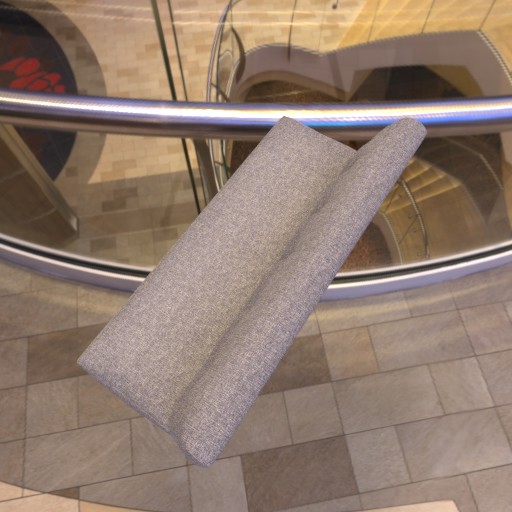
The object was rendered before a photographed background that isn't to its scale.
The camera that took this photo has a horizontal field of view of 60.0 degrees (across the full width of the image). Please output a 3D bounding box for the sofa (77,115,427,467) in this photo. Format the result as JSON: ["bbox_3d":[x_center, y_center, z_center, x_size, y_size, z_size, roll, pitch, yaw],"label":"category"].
[{"bbox_3d":[0.000,0.000,2.231,0.820,0.770,1.820,31,69,14],"label":"sofa"}]
